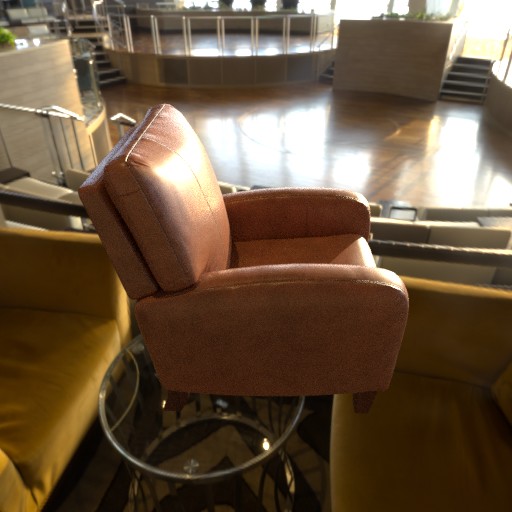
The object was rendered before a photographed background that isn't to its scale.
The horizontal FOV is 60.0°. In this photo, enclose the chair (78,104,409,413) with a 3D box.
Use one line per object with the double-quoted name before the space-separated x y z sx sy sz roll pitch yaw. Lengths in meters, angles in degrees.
"chair" 0.000 0.000 1.687 0.990 0.990 0.762 0 33 1
